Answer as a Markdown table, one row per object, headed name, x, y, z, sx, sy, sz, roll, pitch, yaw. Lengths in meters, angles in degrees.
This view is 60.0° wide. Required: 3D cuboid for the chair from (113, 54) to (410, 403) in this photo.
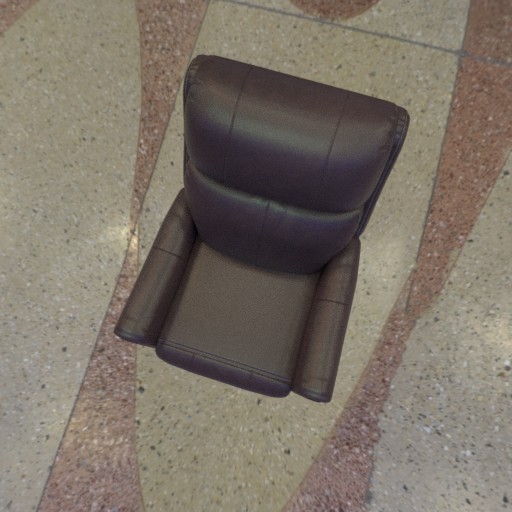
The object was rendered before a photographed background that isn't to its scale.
| name | x | y | z | sx | sy | sz | roll | pitch | yaw |
| --- | --- | --- | --- | --- | --- | --- | --- | --- | --- |
| chair | 0.000 | 0.000 | 1.759 | 0.838 | 1.054 | 1.014 | 17 | 76 | 4 |
